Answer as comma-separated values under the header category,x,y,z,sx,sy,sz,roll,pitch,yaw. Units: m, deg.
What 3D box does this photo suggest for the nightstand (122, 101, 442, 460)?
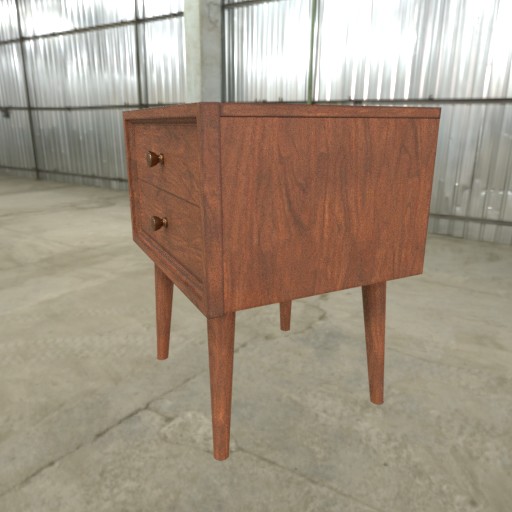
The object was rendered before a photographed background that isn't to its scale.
category,x,y,z,sx,sy,sz,roll,pitch,yaw
nightstand,0.000,0.000,0.966,0.445,0.607,0.521,-8,18,-26
